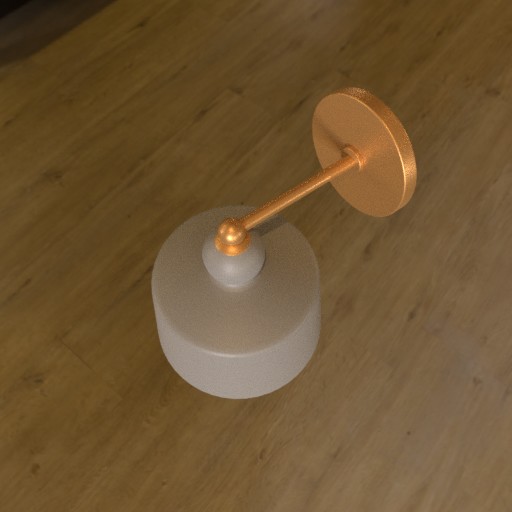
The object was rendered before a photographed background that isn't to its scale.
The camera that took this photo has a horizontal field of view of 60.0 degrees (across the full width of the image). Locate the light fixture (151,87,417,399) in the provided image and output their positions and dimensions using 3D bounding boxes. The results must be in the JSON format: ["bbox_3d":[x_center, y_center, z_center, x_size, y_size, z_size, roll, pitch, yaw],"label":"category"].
[{"bbox_3d":[0.000,0.000,0.448,0.254,0.268,0.204,-32,66,-16],"label":"light fixture"}]
